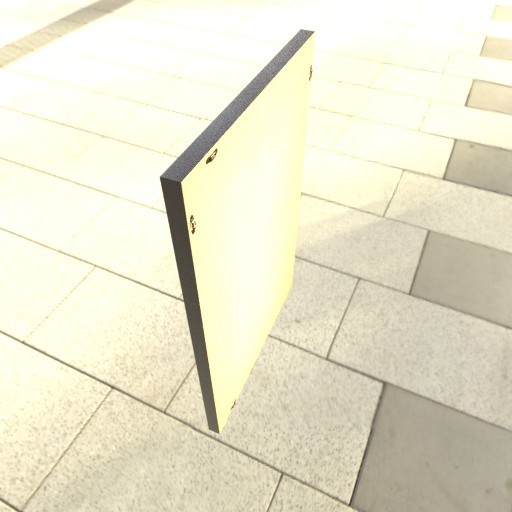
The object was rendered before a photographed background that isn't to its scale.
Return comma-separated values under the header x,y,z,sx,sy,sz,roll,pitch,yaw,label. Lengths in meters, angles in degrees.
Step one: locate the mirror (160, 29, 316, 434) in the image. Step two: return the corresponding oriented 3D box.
x,y,z,sx,sy,sz,roll,pitch,yaw,label
0.000,0.000,1.157,0.041,0.915,0.609,18,49,16,mirror
